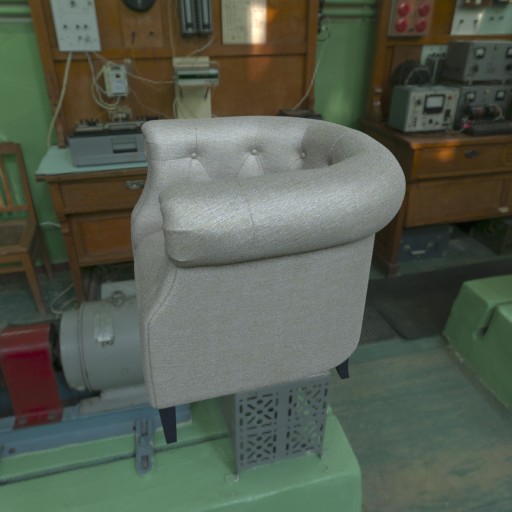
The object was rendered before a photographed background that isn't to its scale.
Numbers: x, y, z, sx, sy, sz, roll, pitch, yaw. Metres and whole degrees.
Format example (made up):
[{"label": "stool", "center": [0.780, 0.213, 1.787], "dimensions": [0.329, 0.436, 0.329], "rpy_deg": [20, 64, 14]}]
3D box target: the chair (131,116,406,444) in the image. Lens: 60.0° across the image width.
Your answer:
[{"label": "chair", "center": [0.000, 0.000, 1.561], "dimensions": [0.852, 0.827, 0.905], "rpy_deg": [-8, 30, -14]}]
